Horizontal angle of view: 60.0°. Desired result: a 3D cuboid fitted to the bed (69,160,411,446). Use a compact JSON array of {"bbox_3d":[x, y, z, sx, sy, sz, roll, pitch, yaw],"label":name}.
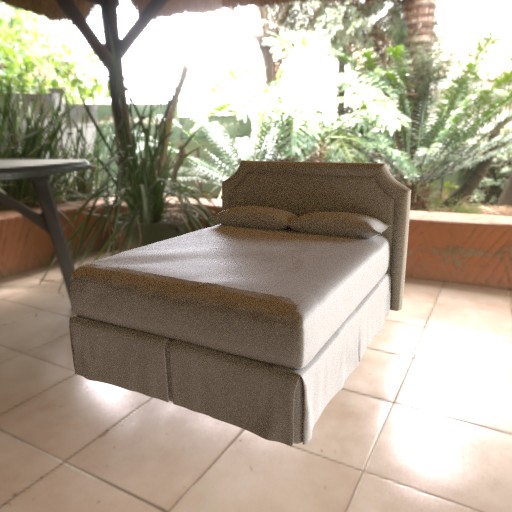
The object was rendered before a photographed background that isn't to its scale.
[{"bbox_3d":[0.000,0.000,3.287,1.828,1.297,2.164,7,16,27],"label":"bed"}]
